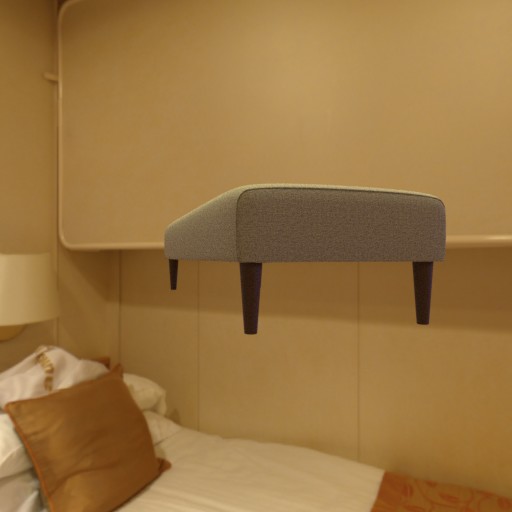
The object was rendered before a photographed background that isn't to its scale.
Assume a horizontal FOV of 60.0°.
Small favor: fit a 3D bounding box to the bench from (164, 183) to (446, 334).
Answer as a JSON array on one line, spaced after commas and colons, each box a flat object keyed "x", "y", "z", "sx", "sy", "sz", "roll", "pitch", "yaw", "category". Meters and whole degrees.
[{"x": 0.000, "y": 0.000, "z": 1.883, "sx": 0.631, "sy": 0.383, "sz": 1.598, "roll": 0, "pitch": 0, "yaw": -18, "category": "bench"}]
